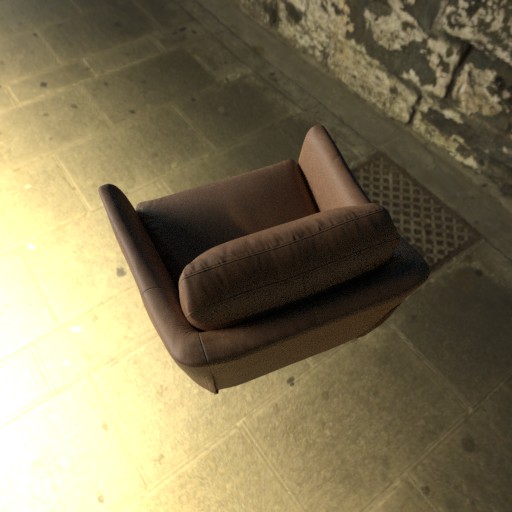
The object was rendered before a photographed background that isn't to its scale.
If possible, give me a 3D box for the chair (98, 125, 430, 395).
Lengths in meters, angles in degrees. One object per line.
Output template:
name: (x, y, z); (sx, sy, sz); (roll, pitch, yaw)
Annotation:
chair: (0.000, 0.000, 1.730); (0.988, 0.895, 0.963); (-18, 59, -12)
